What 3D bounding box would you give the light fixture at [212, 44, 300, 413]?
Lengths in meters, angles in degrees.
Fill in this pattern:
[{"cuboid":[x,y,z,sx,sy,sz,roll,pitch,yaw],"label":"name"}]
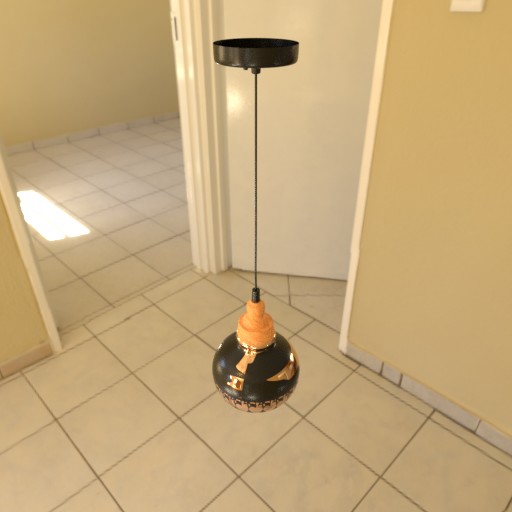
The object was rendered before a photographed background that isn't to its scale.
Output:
[{"cuboid":[0.000,0.000,1.840,0.430,1.606,0.430,21,38,30],"label":"light fixture"}]
